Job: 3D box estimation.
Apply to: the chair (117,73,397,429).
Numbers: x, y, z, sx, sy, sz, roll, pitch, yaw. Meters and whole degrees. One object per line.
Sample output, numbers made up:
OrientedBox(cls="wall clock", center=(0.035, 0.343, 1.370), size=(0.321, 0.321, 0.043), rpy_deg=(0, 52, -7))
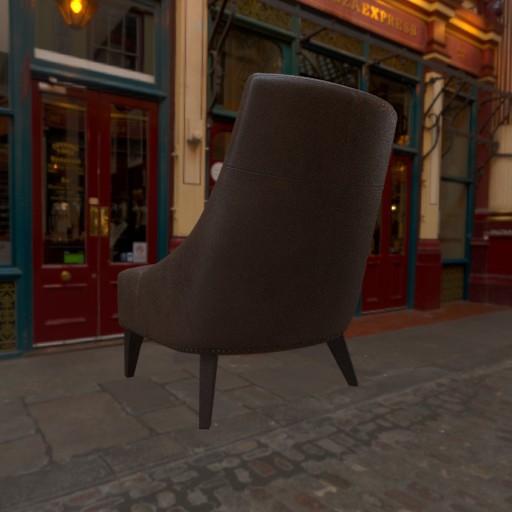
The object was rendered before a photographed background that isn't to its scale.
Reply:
OrientedBox(cls="chair", center=(0.000, 0.000, 1.505), size=(0.701, 0.909, 0.861), rpy_deg=(-2, 3, -36))
